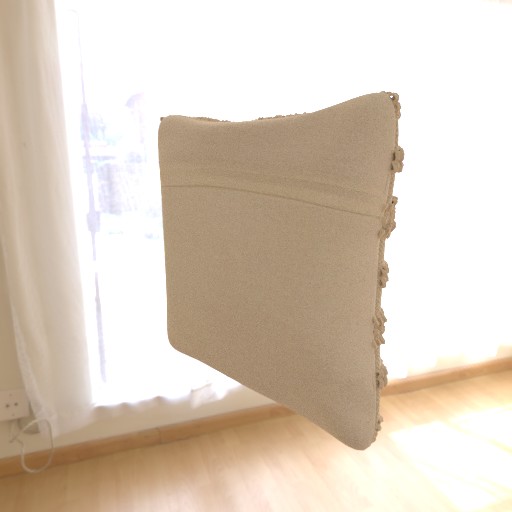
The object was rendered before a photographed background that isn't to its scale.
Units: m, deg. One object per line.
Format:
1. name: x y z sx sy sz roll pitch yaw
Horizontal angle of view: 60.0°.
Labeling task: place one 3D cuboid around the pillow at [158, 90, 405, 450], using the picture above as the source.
1. pillow: 0.000 0.000 0.649 0.145 0.427 0.437 -13 19 -43
